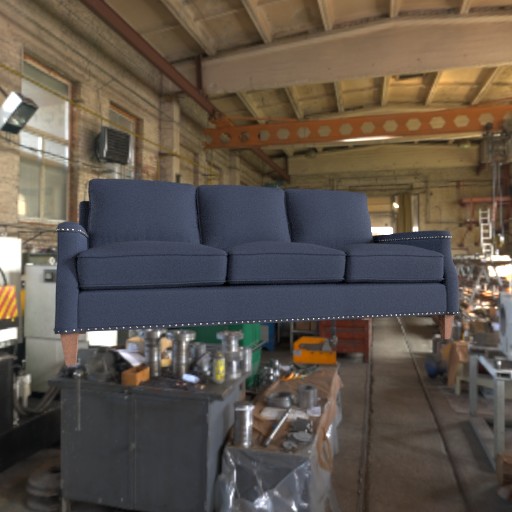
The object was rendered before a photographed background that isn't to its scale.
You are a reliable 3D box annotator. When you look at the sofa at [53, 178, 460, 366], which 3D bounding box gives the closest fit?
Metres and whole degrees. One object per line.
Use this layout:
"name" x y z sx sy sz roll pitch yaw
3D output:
"sofa" 0.000 0.000 2.808 2.246 1.003 1.084 0 0 -18
